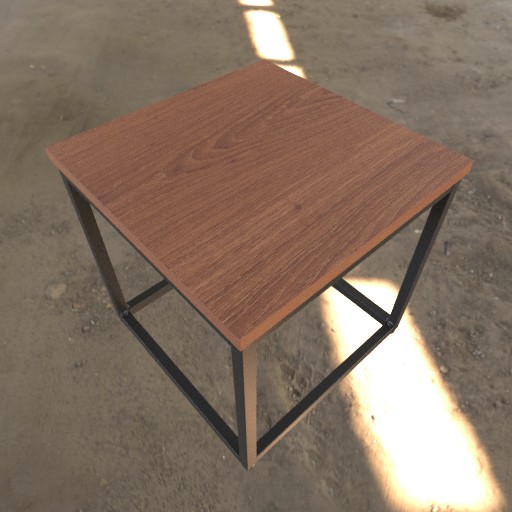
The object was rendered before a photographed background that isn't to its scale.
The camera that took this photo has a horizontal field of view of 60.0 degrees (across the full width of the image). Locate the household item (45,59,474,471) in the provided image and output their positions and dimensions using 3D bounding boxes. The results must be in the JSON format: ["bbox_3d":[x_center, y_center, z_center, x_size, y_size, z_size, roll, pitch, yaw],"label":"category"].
[{"bbox_3d":[0.000,0.000,0.731,0.400,0.400,0.400,-34,56,-27],"label":"household item"}]
